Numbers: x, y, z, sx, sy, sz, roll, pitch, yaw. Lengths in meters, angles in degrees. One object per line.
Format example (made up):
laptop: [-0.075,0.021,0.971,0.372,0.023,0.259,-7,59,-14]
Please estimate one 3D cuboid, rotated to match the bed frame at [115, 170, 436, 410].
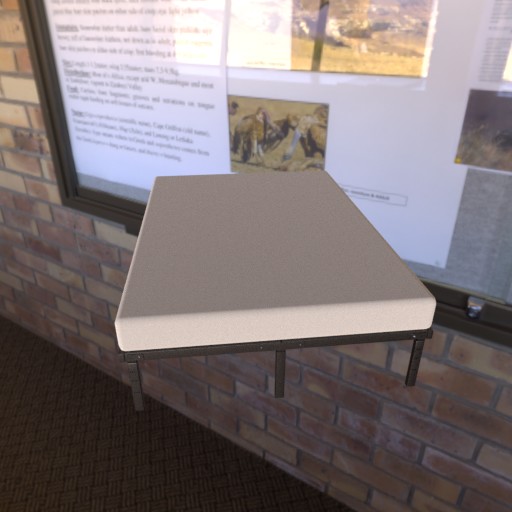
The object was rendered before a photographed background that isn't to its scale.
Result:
bed frame: [0.000,0.000,3.826,2.205,0.680,2.842,0,28,1]
